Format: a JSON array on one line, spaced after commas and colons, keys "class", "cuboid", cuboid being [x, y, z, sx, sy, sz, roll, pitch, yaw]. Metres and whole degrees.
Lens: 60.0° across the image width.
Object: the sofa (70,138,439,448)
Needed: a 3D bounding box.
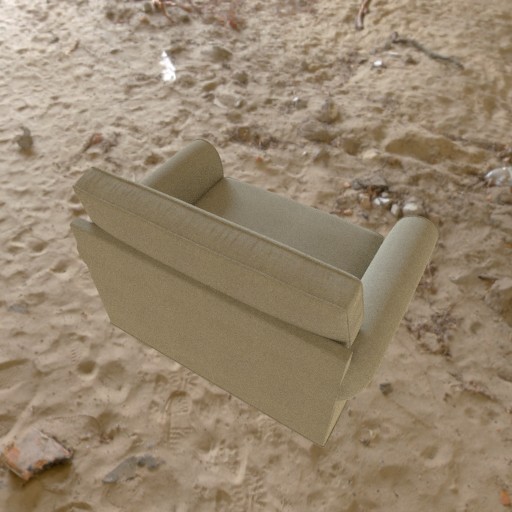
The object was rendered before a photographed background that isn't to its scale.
[{"class": "sofa", "cuboid": [0.000, 0.000, 2.072, 1.405, 0.991, 0.936, 24, 52, 21]}]
